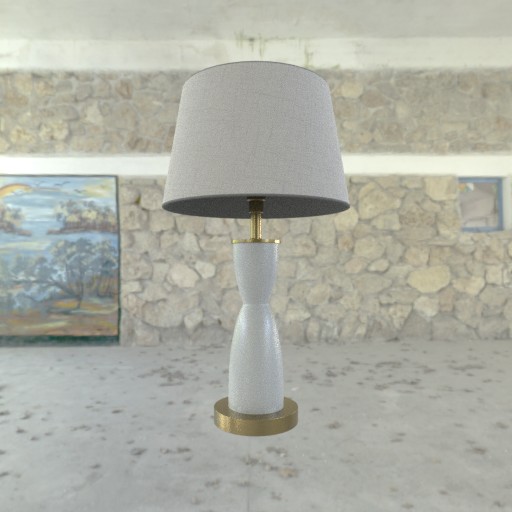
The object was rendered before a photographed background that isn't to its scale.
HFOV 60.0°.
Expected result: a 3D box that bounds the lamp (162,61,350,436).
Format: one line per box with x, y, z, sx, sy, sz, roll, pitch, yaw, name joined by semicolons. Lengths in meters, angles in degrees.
0.000;0.000;0.740;0.309;0.545;0.309;0;-1;0;lamp
